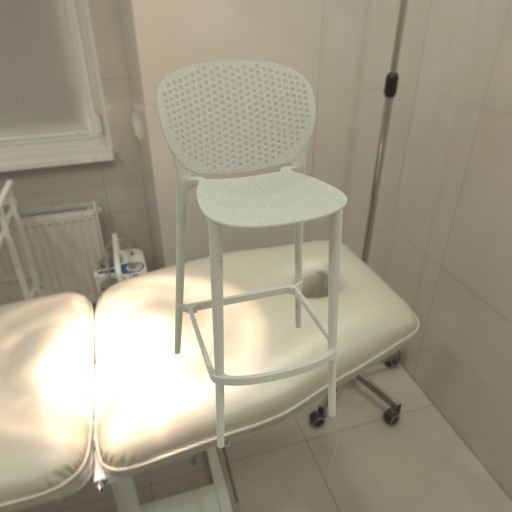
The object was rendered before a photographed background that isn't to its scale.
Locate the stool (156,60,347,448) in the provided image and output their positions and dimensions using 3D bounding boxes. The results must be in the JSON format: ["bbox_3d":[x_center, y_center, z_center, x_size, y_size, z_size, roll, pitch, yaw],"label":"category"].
[{"bbox_3d":[0.000,0.000,1.365,0.536,1.045,0.535,-9,32,-15],"label":"stool"}]
